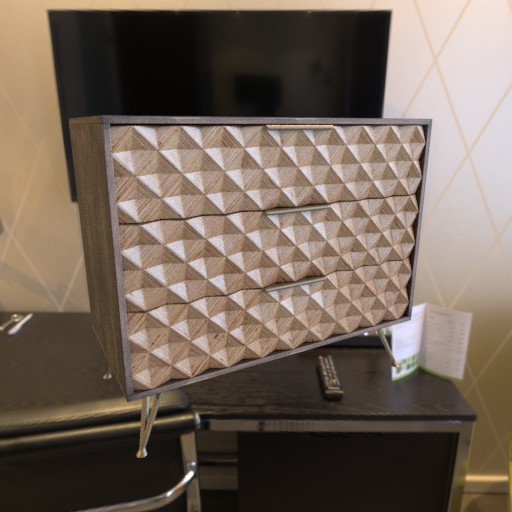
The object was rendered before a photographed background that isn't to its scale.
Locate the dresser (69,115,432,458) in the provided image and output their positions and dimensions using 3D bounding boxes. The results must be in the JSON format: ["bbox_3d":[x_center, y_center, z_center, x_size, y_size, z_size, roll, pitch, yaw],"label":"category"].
[{"bbox_3d":[0.000,0.000,1.354,0.923,0.801,0.453,-9,19,-28],"label":"dresser"}]
